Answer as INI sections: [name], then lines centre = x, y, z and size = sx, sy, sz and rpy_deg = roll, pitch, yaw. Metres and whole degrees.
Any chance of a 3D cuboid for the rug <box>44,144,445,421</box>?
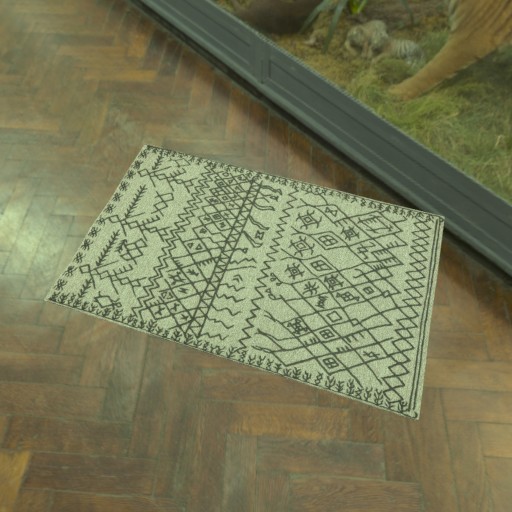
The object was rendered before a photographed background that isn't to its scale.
[rug]
centre = 0.000, 0.000, 4.859
size = 3.824, 0.019, 2.393
rpy_deg = 16, 59, 10
